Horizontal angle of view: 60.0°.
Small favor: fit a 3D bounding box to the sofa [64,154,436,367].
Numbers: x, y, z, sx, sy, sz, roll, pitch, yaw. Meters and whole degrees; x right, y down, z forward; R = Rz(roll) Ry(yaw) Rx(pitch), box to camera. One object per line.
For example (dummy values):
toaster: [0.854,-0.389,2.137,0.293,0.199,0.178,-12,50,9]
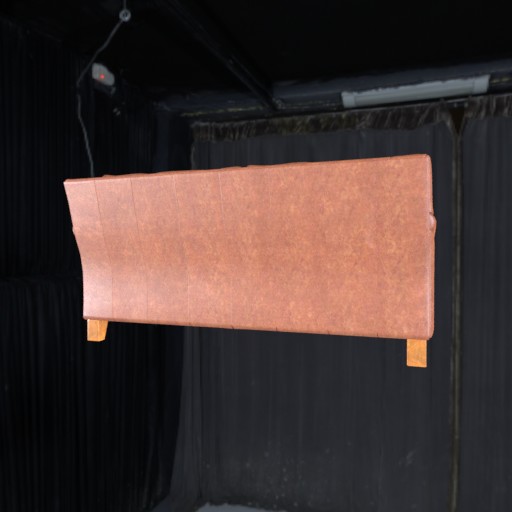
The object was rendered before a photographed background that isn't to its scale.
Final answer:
sofa: [0.000,0.000,2.821,2.144,1.071,1.147,0,0,20]
